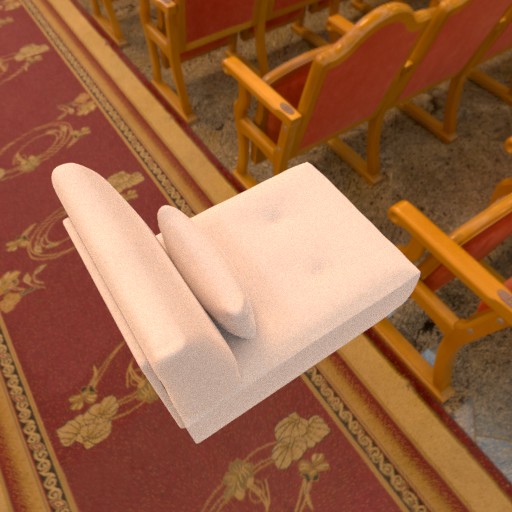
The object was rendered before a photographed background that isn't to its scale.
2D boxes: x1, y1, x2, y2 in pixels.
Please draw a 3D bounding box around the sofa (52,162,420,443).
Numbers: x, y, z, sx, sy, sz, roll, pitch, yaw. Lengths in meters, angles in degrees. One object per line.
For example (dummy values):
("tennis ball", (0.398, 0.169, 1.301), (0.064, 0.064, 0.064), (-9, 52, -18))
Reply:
("sofa", (0.000, 0.000, 1.541), (1.000, 0.820, 0.700), (-29, 61, -18))
